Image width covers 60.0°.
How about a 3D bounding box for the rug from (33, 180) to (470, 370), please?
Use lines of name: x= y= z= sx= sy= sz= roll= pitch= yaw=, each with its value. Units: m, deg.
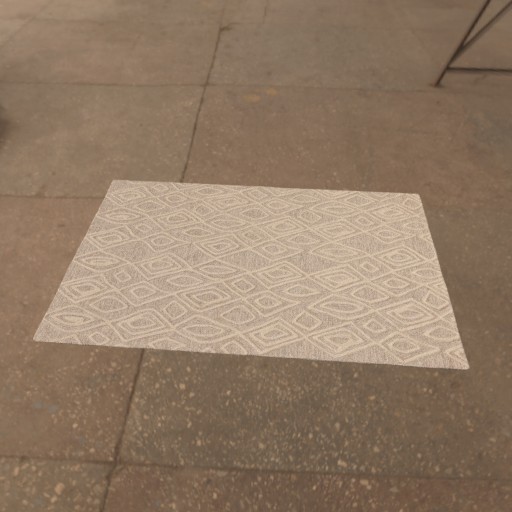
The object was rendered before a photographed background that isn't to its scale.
rug: x=0.000 y=0.000 z=2.989 sx=2.442 sy=0.010 sz=1.546 roll=3 pitch=46 yaw=3
